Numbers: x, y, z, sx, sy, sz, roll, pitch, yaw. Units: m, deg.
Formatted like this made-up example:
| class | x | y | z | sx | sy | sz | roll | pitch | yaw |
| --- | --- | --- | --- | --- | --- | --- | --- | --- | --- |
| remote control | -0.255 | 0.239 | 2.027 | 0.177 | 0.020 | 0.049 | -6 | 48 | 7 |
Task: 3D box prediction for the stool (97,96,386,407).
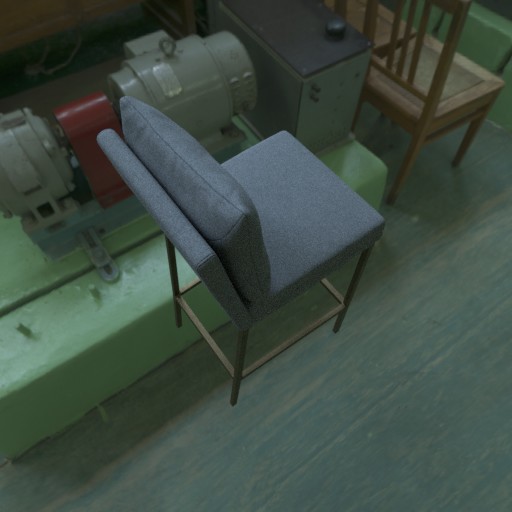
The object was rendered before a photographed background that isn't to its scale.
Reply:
| class | x | y | z | sx | sy | sz | roll | pitch | yaw |
| --- | --- | --- | --- | --- | --- | --- | --- | --- | --- |
| stool | 0.000 | 0.000 | 1.388 | 0.569 | 1.130 | 0.463 | -32 | 63 | -18 |
